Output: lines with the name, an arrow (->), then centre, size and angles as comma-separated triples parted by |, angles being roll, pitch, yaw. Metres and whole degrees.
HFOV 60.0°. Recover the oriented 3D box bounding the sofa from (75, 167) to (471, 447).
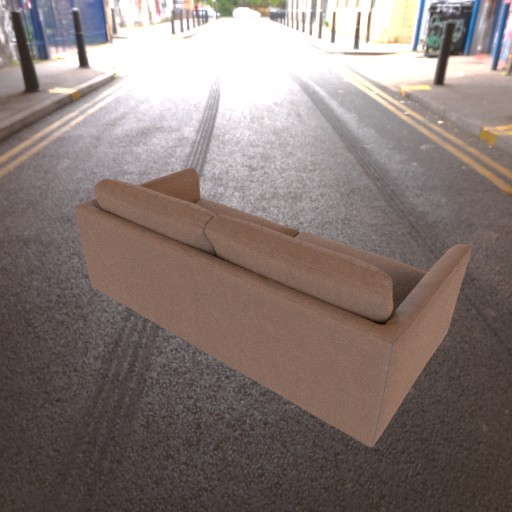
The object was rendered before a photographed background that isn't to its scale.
sofa -> 0.000, 0.000, 2.814 | 2.588, 0.838, 1.090 | 21, 36, 33
